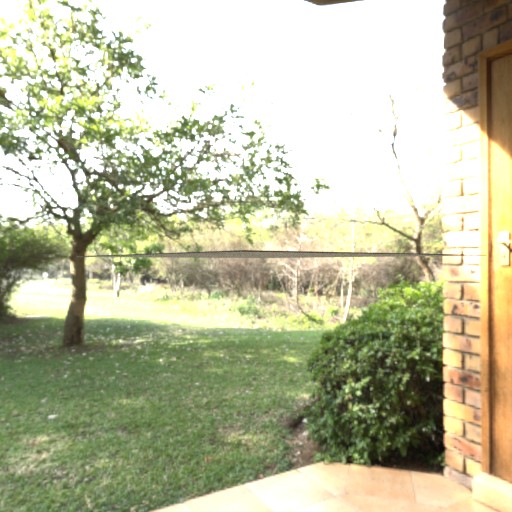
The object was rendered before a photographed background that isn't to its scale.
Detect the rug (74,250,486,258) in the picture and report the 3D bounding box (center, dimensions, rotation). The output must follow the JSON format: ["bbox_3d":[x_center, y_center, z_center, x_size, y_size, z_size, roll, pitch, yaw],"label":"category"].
[{"bbox_3d":[0.000,0.000,4.112,2.436,0.007,3.045,1,-1,-37],"label":"rug"}]
